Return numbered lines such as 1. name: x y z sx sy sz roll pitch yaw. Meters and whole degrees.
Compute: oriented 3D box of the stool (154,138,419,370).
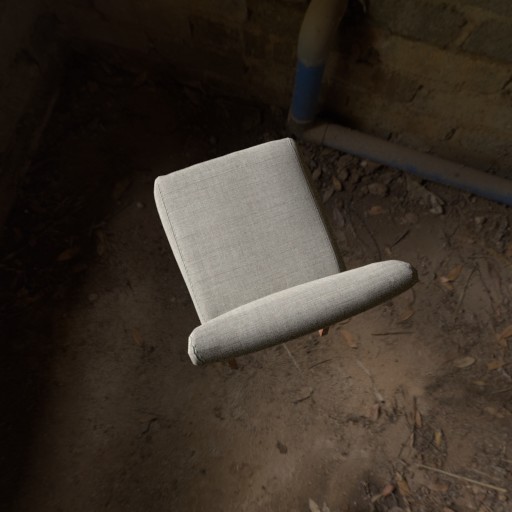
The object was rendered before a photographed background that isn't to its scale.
1. stool: 0.000 0.000 1.326 0.454 1.039 0.567 -19 76 -5
